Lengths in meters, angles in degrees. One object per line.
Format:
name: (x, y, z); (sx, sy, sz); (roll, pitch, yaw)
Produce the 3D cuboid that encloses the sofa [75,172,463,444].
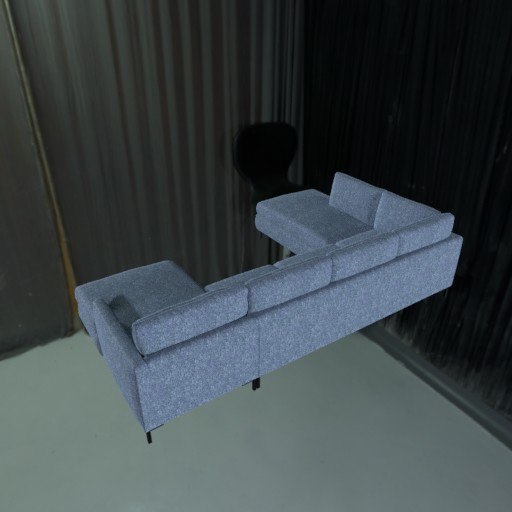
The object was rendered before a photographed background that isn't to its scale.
sofa: (0.000, 0.000, 3.593); (2.737, 0.756, 1.879); (-18, 33, -29)
